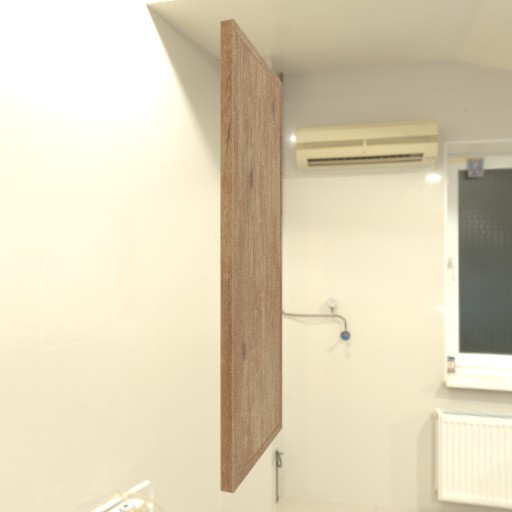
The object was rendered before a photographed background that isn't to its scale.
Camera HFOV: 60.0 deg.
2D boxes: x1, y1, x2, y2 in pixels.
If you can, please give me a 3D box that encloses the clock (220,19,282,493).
[{"bbox_3d":[0.000,0.000,1.075,0.030,0.965,0.361,0,0,19],"label":"clock"}]
